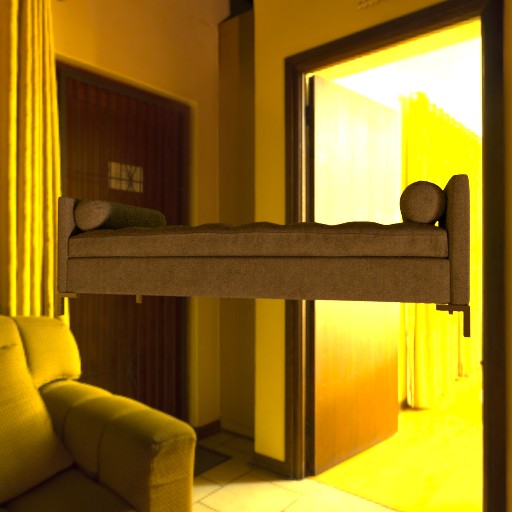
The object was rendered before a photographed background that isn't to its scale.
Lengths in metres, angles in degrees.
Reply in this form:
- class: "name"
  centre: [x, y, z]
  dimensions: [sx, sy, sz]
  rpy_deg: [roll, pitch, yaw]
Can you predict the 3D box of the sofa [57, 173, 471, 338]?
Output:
- class: "sofa"
  centre: [0.000, 0.000, 2.468]
  dimensions: [2.102, 0.657, 0.797]
  rpy_deg: [0, 0, 19]
